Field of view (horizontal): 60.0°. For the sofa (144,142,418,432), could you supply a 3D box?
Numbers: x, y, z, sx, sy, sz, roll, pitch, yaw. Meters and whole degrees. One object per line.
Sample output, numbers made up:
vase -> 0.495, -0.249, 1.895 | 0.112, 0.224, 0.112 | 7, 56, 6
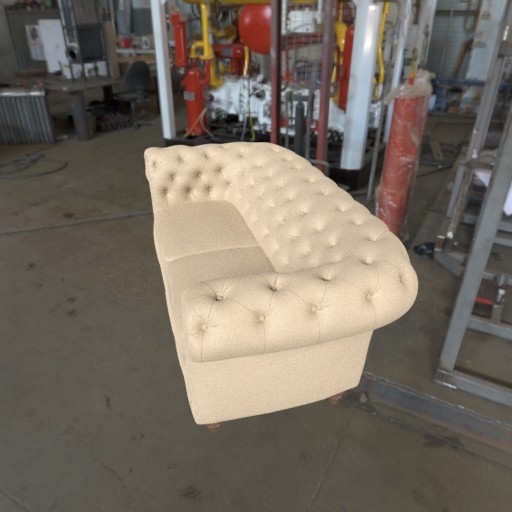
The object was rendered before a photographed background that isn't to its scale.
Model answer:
sofa -> 0.000, 0.000, 2.509 | 1.069, 0.835, 1.988 | -8, 31, -14
